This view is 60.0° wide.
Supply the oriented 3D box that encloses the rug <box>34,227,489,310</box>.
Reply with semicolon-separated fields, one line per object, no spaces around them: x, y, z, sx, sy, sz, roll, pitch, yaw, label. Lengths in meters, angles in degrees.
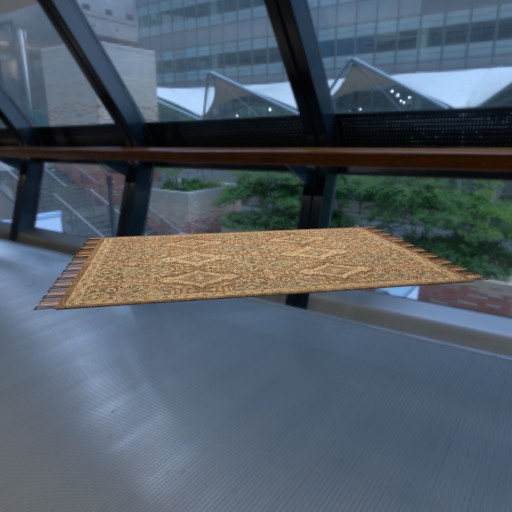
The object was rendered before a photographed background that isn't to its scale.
0.000;0.000;3.030;2.434;0.010;1.516;-3;16;-10;rug
